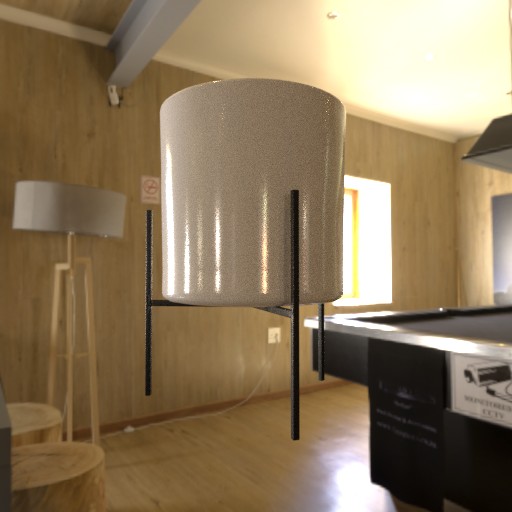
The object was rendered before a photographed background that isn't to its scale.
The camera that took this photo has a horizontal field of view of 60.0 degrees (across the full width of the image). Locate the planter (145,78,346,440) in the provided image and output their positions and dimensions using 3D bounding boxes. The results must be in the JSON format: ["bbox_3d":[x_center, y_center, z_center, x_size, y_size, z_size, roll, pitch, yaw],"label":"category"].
[{"bbox_3d":[0.000,0.000,0.660,0.307,0.431,0.308,1,-2,-18],"label":"planter"}]
